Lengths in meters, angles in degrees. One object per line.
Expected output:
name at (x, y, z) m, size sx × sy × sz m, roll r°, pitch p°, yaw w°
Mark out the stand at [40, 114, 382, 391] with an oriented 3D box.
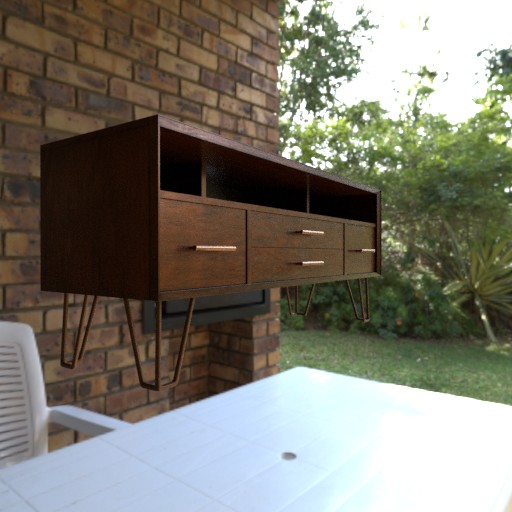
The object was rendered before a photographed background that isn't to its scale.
stand at (0.000, 0.000, 1.637) m, size 0.481 × 0.610 × 1.372 m, roll 0°, pitch 0°, yaw 35°
